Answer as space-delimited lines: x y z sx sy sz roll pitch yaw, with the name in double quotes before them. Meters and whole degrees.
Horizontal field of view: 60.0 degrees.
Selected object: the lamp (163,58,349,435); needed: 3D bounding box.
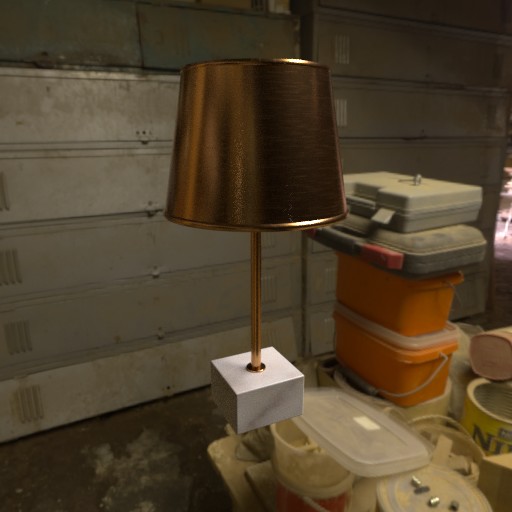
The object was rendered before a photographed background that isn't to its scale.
"lamp" 0.000 0.000 0.520 0.208 0.406 0.208 0 16 0
